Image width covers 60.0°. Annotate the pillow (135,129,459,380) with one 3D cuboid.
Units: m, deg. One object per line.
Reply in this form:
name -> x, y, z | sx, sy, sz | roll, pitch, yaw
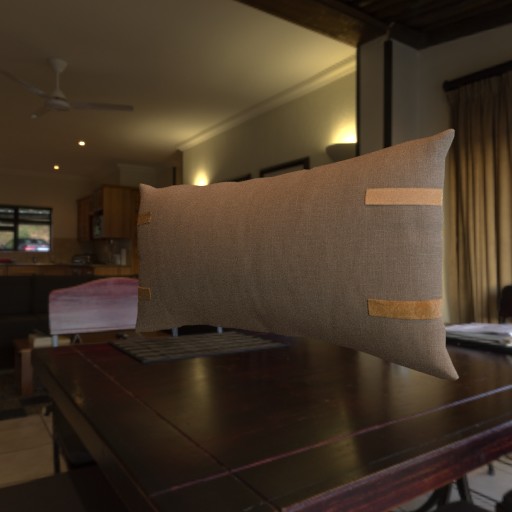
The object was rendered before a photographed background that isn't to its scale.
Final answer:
pillow -> 0.000, 0.000, 0.721 | 0.612, 0.308, 0.148 | 0, -1, 37
